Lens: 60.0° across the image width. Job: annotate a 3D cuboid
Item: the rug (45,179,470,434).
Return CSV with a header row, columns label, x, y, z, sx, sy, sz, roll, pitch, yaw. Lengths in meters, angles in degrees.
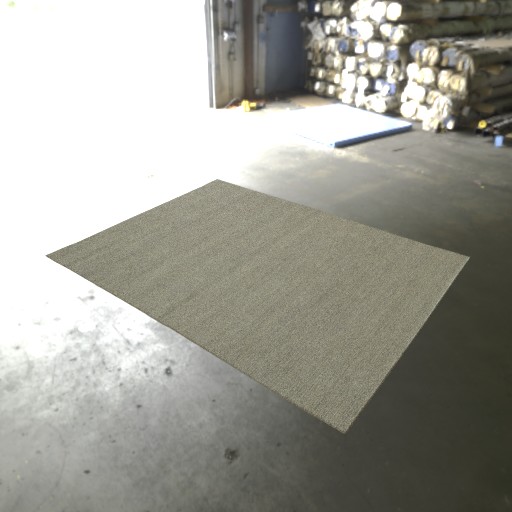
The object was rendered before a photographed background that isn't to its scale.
label,x,y,z,sx,sy,sz,roll,pitch,yaw
rug,0.000,0.000,4.724,3.626,0.051,2.757,22,38,32
